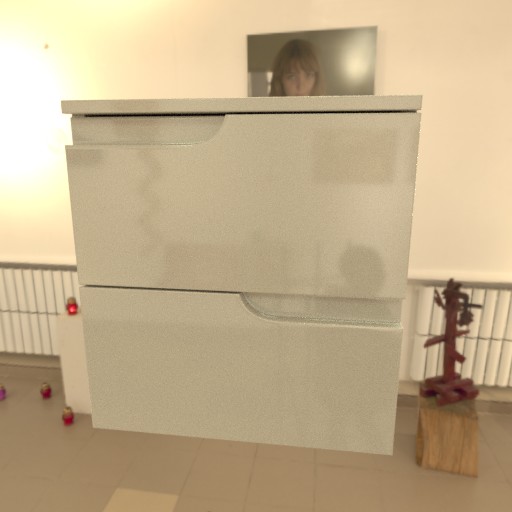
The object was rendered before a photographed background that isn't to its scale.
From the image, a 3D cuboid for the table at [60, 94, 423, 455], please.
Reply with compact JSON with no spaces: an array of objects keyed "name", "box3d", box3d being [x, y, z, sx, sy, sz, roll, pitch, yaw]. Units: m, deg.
[{"name":"table","box3d":[0.000,0.000,0.754,0.420,0.470,0.400,2,14,8]}]
